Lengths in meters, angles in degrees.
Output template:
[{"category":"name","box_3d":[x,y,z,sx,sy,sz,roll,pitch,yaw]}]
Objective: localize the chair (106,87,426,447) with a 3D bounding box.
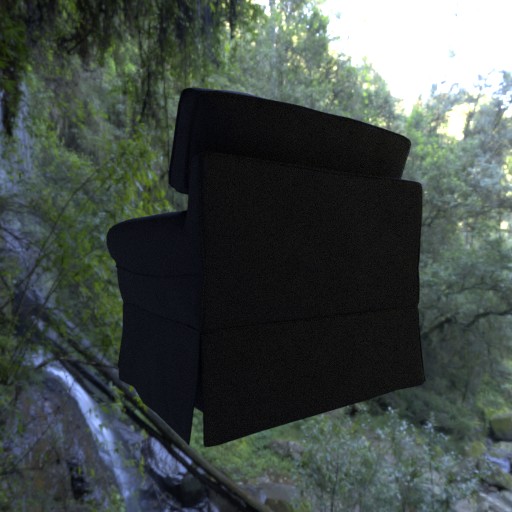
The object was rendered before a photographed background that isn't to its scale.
[{"category":"chair","box_3d":[0.000,0.000,1.966,1.119,1.140,1.002,-1,1,-35]}]
